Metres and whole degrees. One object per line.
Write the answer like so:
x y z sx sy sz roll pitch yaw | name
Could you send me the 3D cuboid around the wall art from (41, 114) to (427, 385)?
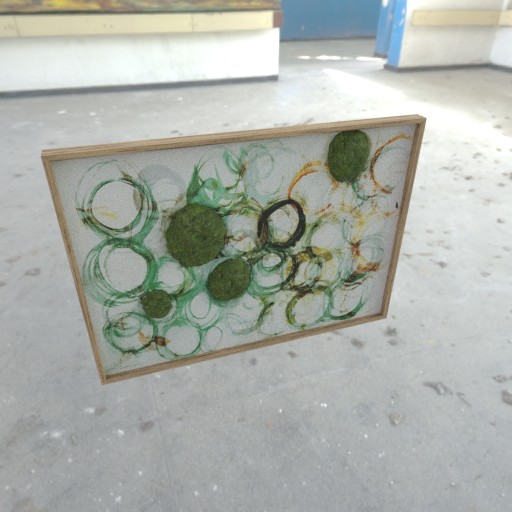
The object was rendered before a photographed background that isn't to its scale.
0.000 0.000 1.097 0.841 0.609 0.063 -10 33 -16 | wall art
